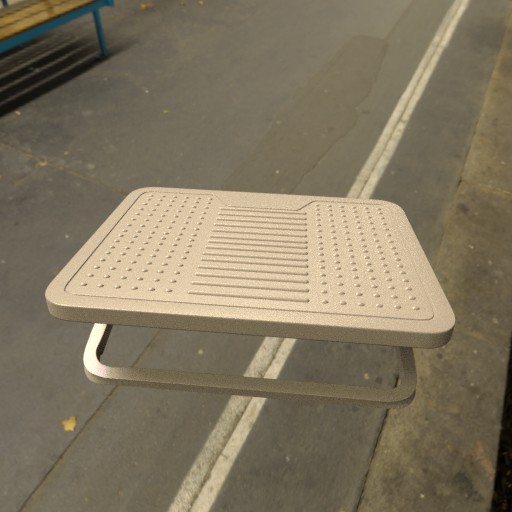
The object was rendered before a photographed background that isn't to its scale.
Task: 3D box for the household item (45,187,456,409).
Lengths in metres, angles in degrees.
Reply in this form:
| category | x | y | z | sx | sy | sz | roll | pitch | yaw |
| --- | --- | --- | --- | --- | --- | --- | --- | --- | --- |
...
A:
| category | x | y | z | sx | sy | sz | roll | pitch | yaw |
| --- | --- | --- | --- | --- | --- | --- | --- | --- | --- |
| household item | 0.000 | 0.000 | 0.534 | 0.390 | 0.126 | 0.301 | 4 | 47 | 3 |
